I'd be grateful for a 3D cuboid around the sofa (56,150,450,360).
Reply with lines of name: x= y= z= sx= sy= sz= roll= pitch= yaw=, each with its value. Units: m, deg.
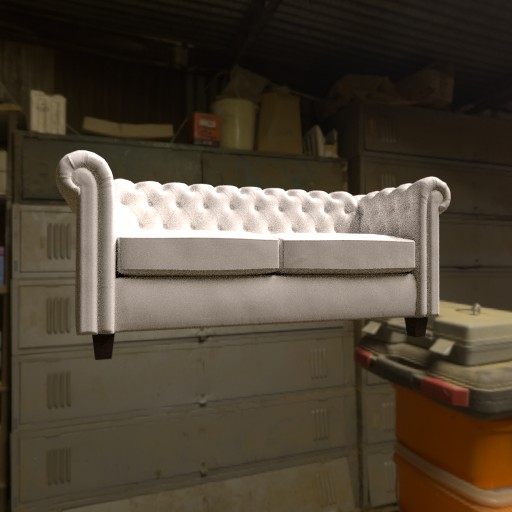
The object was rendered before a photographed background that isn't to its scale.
sofa: x=0.000 y=0.000 z=2.243 sx=1.798 sy=0.796 sz=0.771 roll=0 pitch=0 yaw=-19
